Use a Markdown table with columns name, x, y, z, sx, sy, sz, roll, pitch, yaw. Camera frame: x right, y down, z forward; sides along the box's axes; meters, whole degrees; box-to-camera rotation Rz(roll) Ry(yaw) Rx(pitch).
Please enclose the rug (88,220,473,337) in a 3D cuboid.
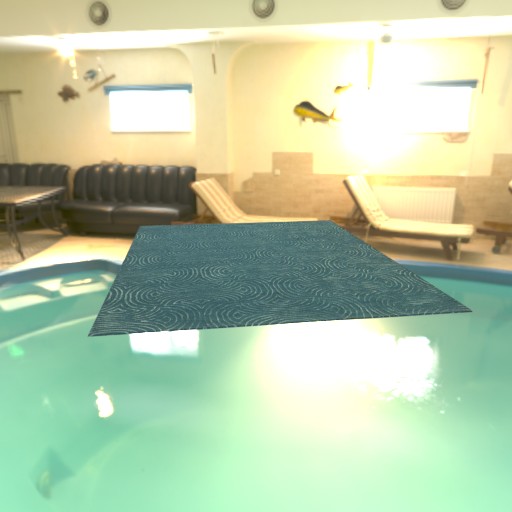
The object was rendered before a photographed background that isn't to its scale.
| name | x | y | z | sx | sy | sz | roll | pitch | yaw |
| --- | --- | --- | --- | --- | --- | --- | --- | --- | --- |
| rug | 0.000 | 0.000 | 4.184 | 2.432 | 0.012 | 3.033 | -2 | 16 | -8 |
